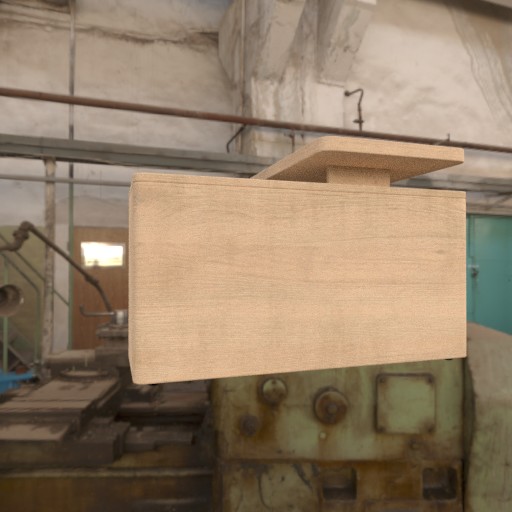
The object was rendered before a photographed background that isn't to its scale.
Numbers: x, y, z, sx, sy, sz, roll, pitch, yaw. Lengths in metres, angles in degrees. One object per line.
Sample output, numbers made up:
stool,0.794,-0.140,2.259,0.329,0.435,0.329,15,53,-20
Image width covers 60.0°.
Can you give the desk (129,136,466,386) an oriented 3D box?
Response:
desk,0.000,0.000,2.089,1.175,0.770,1.400,0,0,-18
